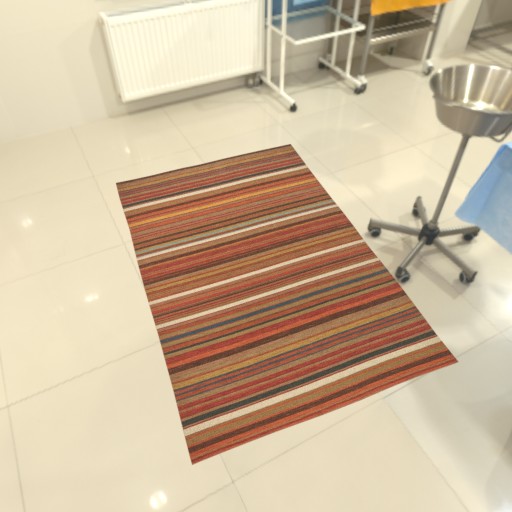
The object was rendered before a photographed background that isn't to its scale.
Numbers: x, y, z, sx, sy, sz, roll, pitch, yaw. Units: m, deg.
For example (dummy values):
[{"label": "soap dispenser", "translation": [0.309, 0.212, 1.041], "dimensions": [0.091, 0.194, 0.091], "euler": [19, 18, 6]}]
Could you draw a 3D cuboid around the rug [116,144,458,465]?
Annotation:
[{"label": "rug", "translation": [0.000, 0.000, 2.386], "dimensions": [1.217, 0.007, 1.828], "euler": [-16, 49, -14]}]
